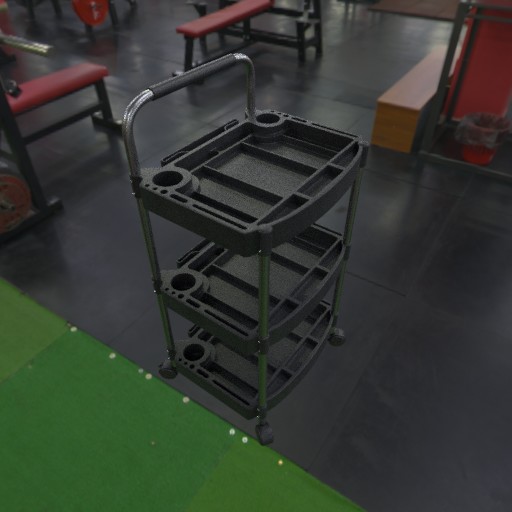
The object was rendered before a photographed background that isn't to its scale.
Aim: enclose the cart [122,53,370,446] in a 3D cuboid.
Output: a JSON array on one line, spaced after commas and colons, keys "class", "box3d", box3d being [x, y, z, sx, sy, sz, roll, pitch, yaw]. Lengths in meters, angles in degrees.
[{"class": "cart", "box3d": [0.000, 0.000, 1.409, 0.518, 1.075, 0.584, 26, 47, 26]}]
